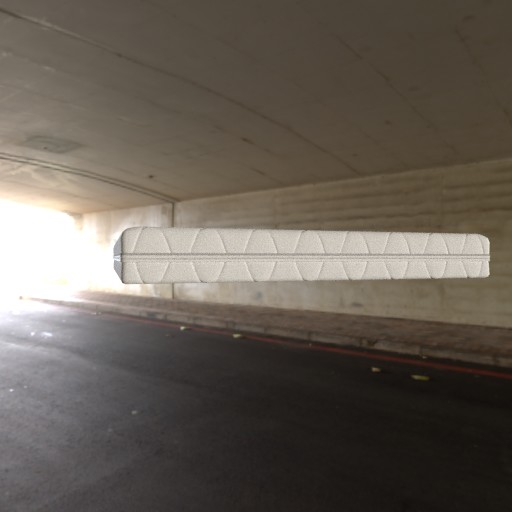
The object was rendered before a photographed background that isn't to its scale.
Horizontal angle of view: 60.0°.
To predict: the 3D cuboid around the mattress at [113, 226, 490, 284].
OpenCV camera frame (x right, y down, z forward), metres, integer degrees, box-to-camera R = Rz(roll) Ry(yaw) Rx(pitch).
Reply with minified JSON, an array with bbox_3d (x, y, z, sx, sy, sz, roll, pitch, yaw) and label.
[{"bbox_3d":[0.000,0.000,2.637,1.600,0.200,1.900,0,0,-19],"label":"mattress"}]
